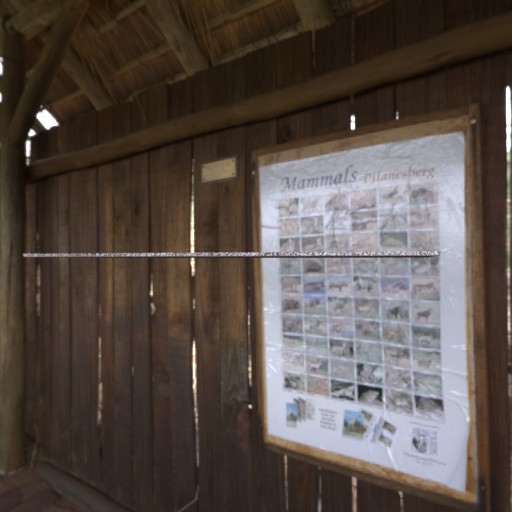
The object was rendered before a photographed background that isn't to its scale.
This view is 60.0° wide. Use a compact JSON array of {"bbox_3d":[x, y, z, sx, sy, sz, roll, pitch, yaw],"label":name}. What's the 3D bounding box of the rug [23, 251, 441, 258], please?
[{"bbox_3d":[0.000,0.000,4.067,3.000,0.025,2.401,0,-1,19],"label":"rug"}]
